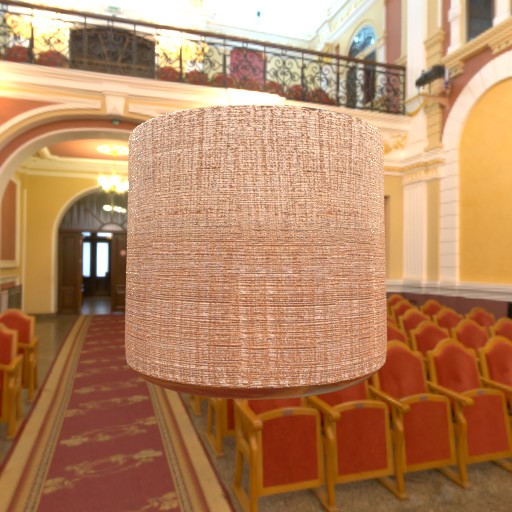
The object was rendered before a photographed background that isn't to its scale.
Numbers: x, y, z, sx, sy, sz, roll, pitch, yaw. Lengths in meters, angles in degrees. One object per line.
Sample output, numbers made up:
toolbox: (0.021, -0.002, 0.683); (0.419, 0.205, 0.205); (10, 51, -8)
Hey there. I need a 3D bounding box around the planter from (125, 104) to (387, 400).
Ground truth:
planter: (0.000, 0.000, 0.314); (0.177, 0.157, 0.177); (0, -1, 0)
